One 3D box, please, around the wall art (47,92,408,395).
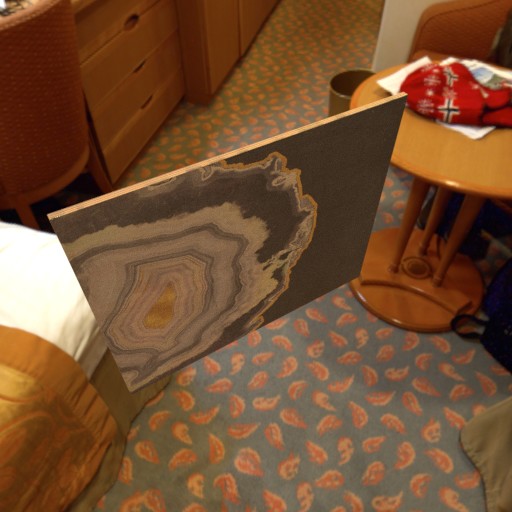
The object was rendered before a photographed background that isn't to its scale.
[{"bbox_3d":[0.000,0.000,0.702,0.508,0.408,0.010,-24,52,-21],"label":"wall art"}]
